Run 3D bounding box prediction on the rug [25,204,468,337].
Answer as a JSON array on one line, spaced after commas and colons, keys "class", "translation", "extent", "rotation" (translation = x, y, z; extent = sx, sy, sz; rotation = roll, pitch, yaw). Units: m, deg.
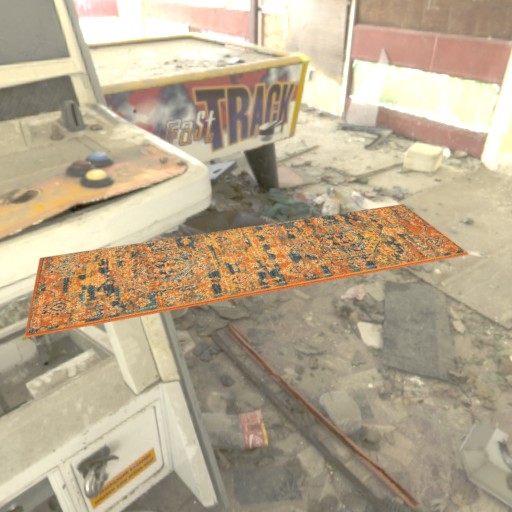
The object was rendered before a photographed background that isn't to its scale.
[{"class": "rug", "translation": [0.000, 0.000, 2.440], "extent": [2.274, 0.016, 0.651], "rotation": [-9, 34, -14]}]
